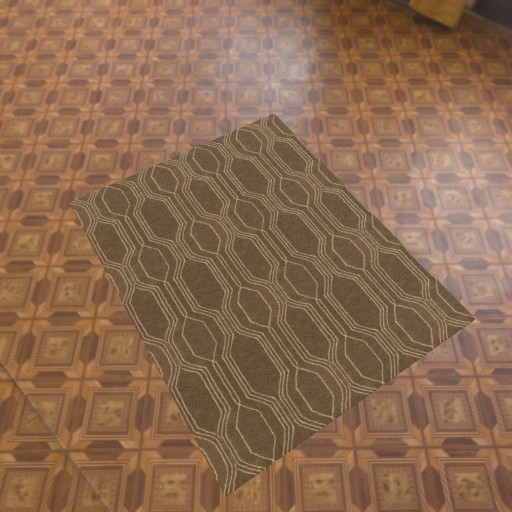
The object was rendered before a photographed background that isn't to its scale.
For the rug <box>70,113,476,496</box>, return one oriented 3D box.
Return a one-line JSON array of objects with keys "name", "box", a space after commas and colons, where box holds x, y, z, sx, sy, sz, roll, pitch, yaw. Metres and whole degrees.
[{"name": "rug", "box": [0.000, 0.000, 4.078, 2.457, 0.012, 3.062, -28, 62, -17]}]
